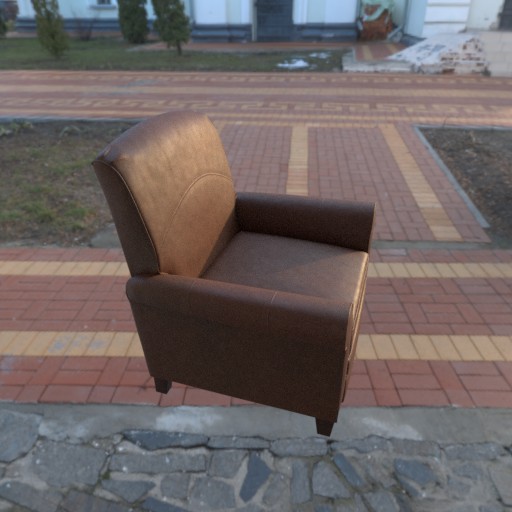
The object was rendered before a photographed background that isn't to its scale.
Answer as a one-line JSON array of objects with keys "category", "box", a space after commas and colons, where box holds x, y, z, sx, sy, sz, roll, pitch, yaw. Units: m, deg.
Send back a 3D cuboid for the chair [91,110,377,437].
[{"category": "chair", "box": [0.000, 0.000, 1.827, 0.902, 1.061, 0.978, 9, 31, 16]}]
